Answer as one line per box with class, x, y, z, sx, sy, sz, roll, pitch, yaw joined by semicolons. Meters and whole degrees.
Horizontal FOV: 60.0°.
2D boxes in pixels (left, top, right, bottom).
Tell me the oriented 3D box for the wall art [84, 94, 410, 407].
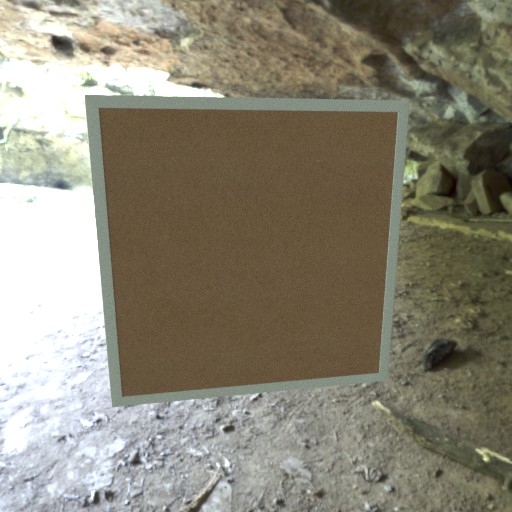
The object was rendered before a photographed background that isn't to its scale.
wall art;0.000;0.000;1.130;0.760;0.760;0.036;-2;14;-10
